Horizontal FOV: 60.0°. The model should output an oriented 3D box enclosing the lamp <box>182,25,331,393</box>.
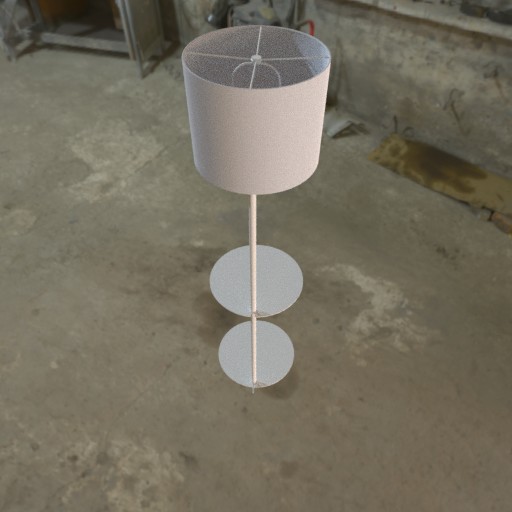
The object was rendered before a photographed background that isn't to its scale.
[{"bbox_3d":[0.000,0.000,1.638,0.372,1.465,0.405,3,47,3],"label":"lamp"}]
